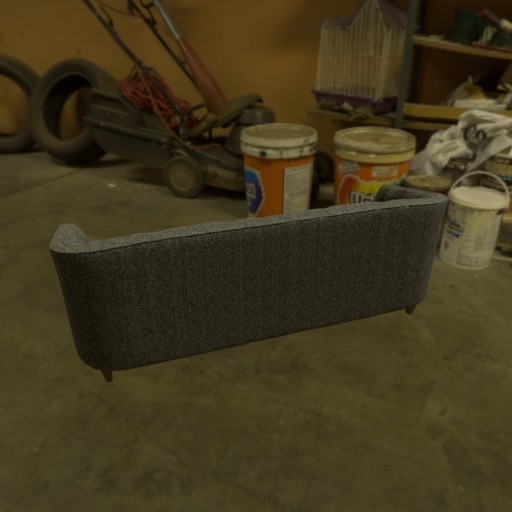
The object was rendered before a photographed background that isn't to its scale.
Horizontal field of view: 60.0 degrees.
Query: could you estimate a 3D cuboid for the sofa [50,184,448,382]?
[{"bbox_3d":[0.000,0.000,2.811,2.278,0.855,0.941,-9,29,-17],"label":"sofa"}]
